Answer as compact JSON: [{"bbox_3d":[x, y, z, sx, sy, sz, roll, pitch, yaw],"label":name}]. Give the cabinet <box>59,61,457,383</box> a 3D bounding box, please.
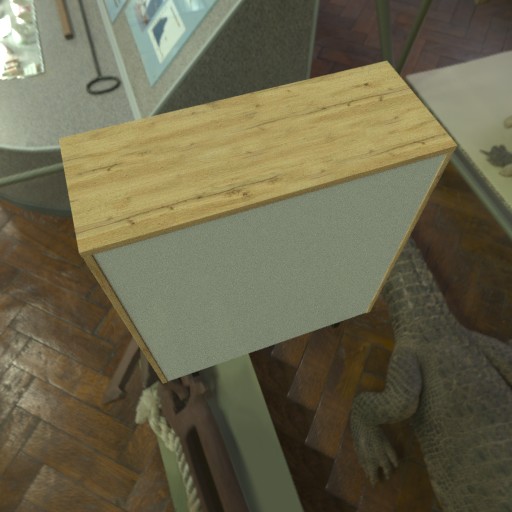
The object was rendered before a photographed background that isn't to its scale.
[{"bbox_3d":[0.000,0.000,1.991,1.168,1.397,0.473,-17,60,-10],"label":"cabinet"}]
